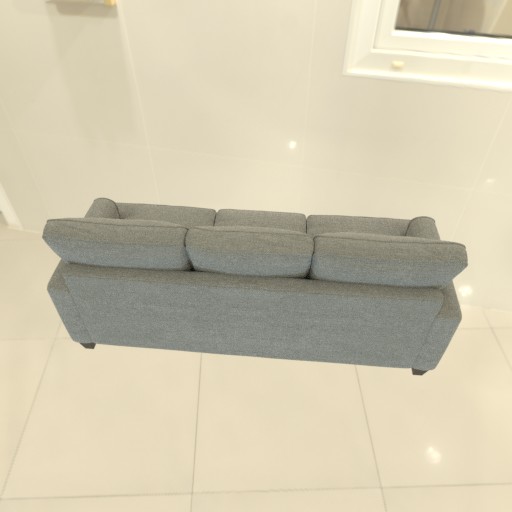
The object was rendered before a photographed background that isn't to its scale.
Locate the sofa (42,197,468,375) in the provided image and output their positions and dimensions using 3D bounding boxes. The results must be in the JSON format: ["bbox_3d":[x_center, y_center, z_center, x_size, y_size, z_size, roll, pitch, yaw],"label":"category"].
[{"bbox_3d":[0.000,0.000,2.645,2.158,0.965,0.951,4,45,4],"label":"sofa"}]
